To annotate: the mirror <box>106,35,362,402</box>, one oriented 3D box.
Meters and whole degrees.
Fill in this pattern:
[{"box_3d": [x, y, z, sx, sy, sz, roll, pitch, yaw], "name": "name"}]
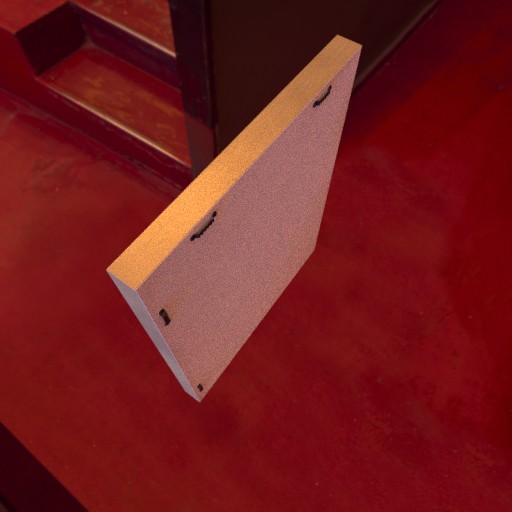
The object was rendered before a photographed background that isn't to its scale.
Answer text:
[{"box_3d": [0.000, 0.000, 0.693, 0.041, 0.509, 0.406, 32, 66, 16], "name": "mirror"}]
